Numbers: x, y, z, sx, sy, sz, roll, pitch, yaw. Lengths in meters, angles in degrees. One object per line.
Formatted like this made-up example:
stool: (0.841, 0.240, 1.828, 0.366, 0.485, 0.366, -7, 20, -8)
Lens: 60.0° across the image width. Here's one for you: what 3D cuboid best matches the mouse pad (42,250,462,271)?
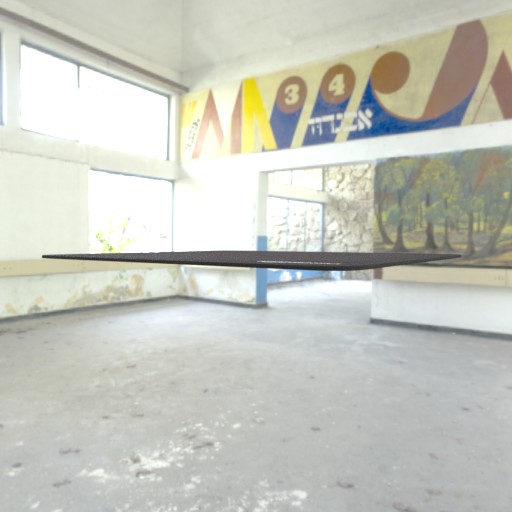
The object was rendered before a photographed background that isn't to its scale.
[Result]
mouse pad: (0.000, 0.000, 0.332, 0.249, 0.002, 0.211, 1, 2, 37)
